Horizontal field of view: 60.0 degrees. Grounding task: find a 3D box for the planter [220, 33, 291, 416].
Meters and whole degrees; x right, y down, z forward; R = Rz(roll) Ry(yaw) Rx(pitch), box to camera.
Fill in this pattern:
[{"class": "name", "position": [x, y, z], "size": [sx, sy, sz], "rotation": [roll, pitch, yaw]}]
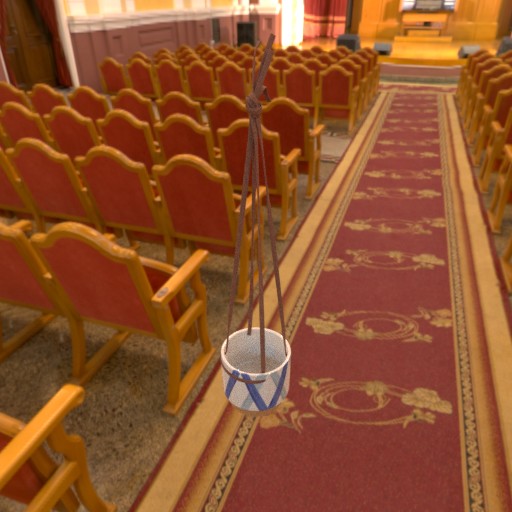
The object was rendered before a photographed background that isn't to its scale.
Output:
[{"class": "planter", "position": [0.000, 0.000, 0.843], "size": [0.153, 0.753, 0.157], "rotation": [10, 32, 17]}]
